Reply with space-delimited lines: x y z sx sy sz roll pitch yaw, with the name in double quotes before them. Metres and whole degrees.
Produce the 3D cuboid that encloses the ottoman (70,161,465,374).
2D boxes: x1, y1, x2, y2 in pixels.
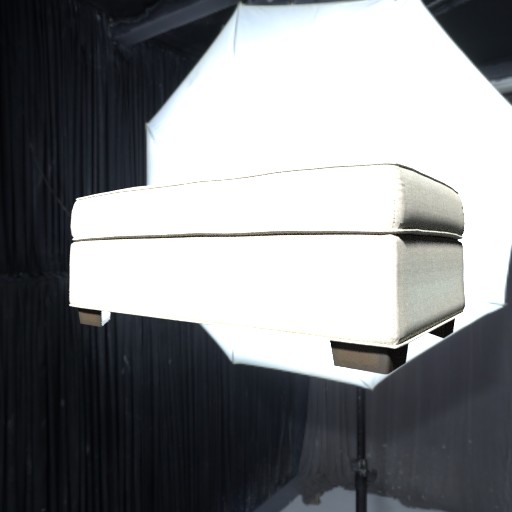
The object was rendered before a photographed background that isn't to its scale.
"ottoman" 0.000 0.000 1.382 1.097 0.448 0.617 0 1 36
